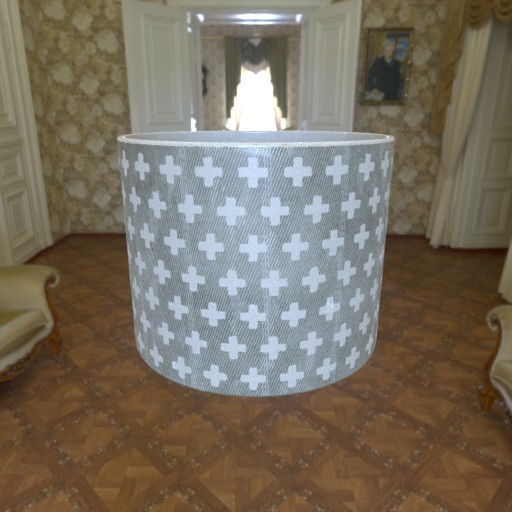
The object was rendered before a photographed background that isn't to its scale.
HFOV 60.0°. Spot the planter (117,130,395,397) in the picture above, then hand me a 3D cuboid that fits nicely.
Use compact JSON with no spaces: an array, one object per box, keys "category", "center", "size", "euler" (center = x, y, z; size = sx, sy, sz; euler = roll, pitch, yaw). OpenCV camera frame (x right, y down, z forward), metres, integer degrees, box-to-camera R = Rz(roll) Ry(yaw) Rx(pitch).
[{"category":"planter","center":[0.000,0.000,0.344],"size":[0.190,0.181,0.190],"euler":[0,18,0]}]
